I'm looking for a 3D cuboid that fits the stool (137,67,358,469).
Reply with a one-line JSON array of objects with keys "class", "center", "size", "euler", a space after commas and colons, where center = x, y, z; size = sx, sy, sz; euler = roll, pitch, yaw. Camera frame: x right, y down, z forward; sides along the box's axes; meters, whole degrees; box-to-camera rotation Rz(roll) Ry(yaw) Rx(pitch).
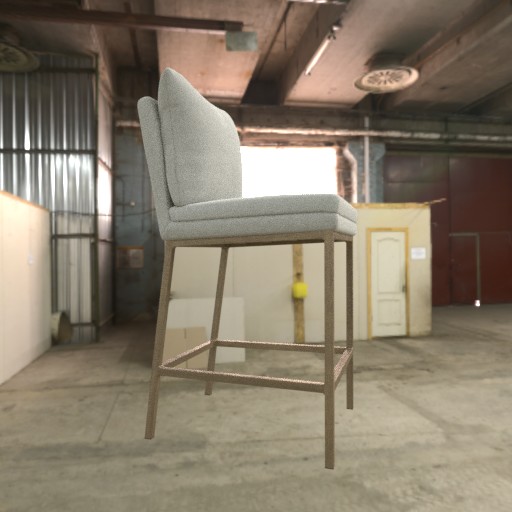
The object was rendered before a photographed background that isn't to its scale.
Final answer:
[{"class": "stool", "center": [0.000, 0.000, 1.360], "size": [0.572, 1.032, 0.463], "euler": [0, 0, 18]}]
